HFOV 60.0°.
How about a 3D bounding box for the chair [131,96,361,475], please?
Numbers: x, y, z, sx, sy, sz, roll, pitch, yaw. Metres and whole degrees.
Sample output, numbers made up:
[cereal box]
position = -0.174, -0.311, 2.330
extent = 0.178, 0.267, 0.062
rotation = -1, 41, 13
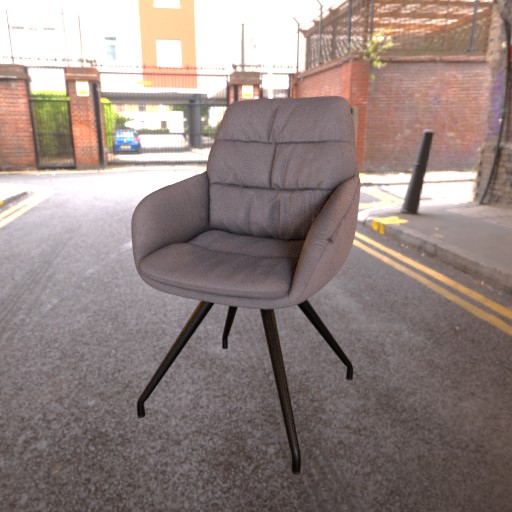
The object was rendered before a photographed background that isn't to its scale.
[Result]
[chair]
position = 0.000, 0.000, 1.269
extent = 0.579, 0.888, 0.569
rotation = 8, 17, 26
